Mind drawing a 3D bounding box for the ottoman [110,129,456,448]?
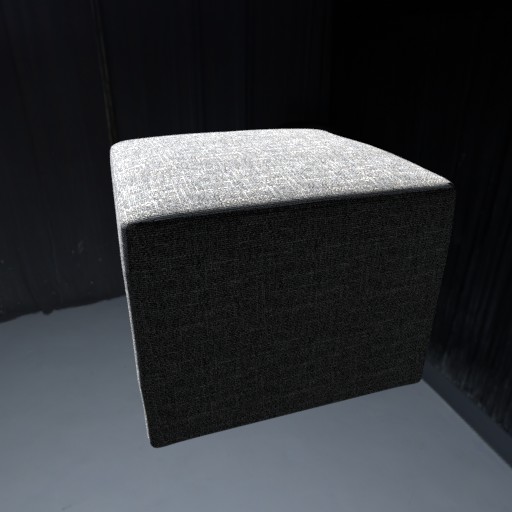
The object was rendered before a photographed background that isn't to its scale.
[{"bbox_3d":[0.000,0.000,0.906,0.521,0.453,0.512,-8,27,-16],"label":"ottoman"}]
